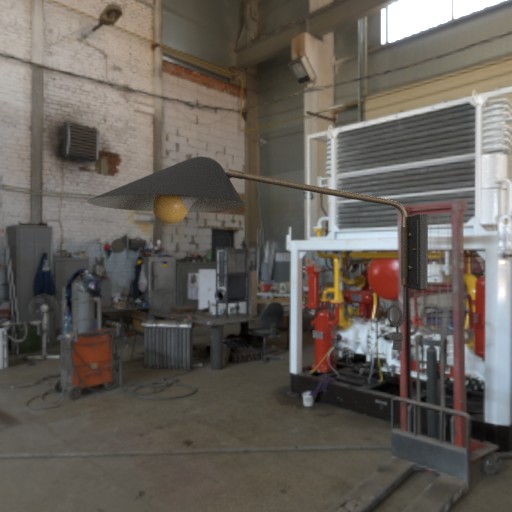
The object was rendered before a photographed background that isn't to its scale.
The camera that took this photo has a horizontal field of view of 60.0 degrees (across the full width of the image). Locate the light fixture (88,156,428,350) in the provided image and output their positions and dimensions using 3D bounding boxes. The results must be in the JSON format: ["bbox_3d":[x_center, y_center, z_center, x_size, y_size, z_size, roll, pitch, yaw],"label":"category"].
[{"bbox_3d":[0.000,0.000,0.702,0.516,0.312,0.240,0,0,0],"label":"light fixture"}]
